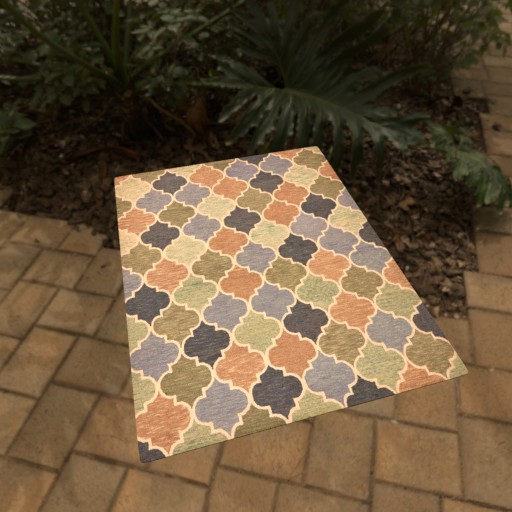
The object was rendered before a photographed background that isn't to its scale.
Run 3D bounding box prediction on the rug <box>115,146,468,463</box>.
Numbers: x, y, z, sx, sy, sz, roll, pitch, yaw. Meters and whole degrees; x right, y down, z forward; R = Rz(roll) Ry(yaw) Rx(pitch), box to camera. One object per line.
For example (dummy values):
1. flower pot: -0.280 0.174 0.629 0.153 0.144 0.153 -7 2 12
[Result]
1. rug: 0.000 0.000 4.157 2.439 0.013 3.200 -11 47 -11
